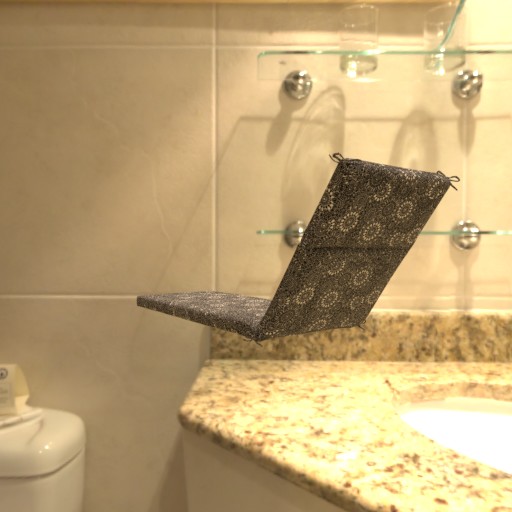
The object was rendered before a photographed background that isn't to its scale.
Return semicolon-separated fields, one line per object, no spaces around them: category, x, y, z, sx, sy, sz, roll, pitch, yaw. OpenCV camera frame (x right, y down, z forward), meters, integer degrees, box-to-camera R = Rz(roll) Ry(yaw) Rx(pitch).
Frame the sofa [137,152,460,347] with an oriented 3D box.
sofa;0.000;0.000;2.040;0.582;0.622;1.663;-1;1;-36
